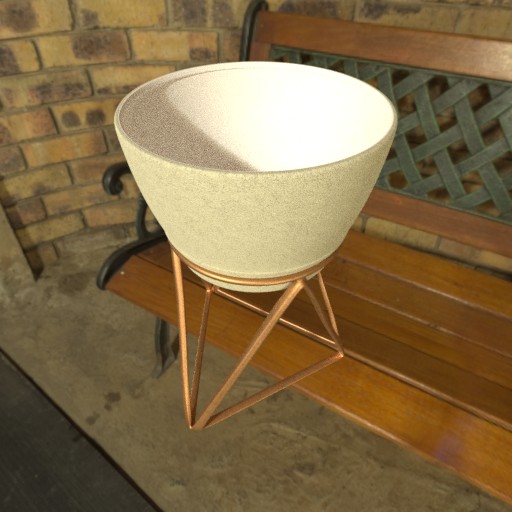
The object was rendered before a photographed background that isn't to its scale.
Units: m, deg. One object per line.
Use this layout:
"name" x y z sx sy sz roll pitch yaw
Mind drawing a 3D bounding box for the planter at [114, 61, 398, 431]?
"planter" 0.000 0.000 0.724 0.350 0.504 0.350 1 41 1
